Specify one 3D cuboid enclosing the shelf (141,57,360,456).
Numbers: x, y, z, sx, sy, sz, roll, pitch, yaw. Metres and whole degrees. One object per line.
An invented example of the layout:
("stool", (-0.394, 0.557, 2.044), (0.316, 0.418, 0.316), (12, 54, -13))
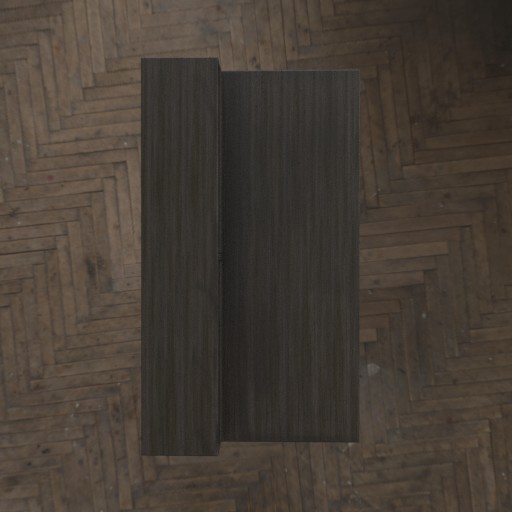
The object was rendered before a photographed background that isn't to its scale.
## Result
("shelf", (0.000, 0.000, 1.756), (0.685, 0.865, 1.212), (0, 90, 1))
